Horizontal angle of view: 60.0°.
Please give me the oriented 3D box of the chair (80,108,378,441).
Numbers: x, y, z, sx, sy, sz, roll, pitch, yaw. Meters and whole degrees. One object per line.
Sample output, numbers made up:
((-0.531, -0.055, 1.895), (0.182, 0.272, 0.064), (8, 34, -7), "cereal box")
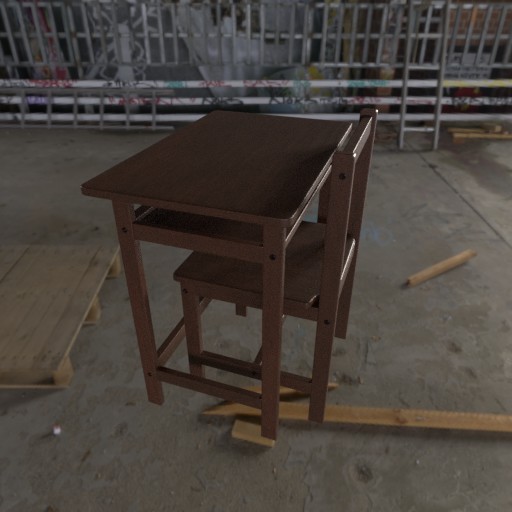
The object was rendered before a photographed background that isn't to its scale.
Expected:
((0.000, 0.000, 1.101), (0.463, 0.673, 0.599), (10, 33, 17), "chair")
